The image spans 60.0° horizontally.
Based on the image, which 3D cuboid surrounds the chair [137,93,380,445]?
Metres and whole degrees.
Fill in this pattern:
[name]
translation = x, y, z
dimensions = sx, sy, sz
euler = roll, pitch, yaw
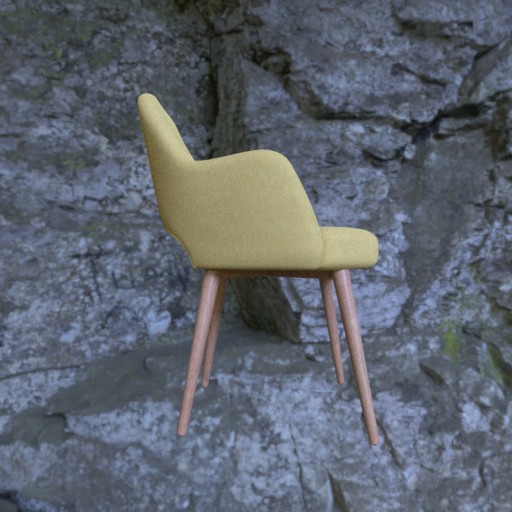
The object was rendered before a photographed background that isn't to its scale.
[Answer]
[chair]
translation = 0.000, 0.000, 1.222
dimensions = 0.610, 0.840, 0.590
euler = 0, 1, 2
